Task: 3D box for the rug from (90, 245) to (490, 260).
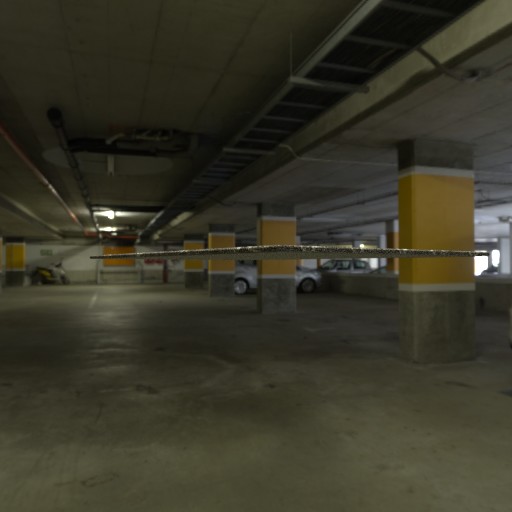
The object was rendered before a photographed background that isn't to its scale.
[{"bbox_3d":[0.000,0.000,3.458,1.778,0.030,2.743,1,-1,-36],"label":"rug"}]
